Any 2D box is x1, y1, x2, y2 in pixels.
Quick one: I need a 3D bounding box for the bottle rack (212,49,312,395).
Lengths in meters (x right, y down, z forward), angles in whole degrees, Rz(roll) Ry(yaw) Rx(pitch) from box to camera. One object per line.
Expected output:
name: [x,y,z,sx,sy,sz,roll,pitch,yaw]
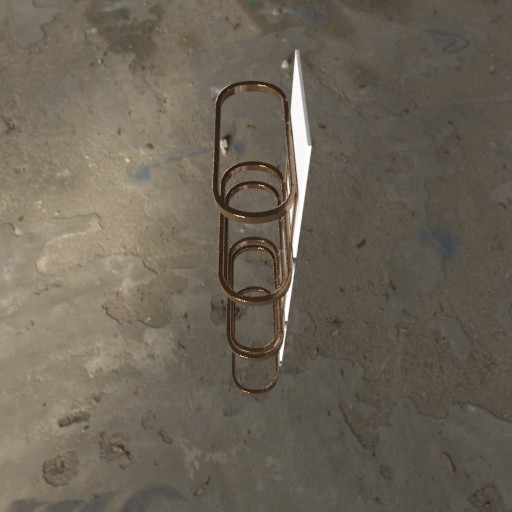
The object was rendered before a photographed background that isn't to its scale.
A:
bottle rack: [0.000,0.000,0.829,0.118,0.709,0.332,-1,57,-1]
